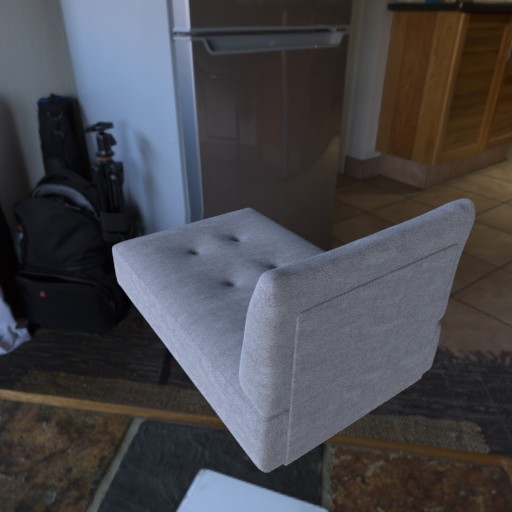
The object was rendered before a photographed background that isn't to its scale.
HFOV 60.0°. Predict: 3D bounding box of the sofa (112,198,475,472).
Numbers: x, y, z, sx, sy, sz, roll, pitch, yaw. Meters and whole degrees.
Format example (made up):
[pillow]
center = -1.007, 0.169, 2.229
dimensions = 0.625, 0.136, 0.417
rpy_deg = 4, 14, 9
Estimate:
[sofa]
center = 0.000, 0.000, 2.019
dimensions = 0.930, 0.820, 1.450
rpy_deg = -19, 35, -29
